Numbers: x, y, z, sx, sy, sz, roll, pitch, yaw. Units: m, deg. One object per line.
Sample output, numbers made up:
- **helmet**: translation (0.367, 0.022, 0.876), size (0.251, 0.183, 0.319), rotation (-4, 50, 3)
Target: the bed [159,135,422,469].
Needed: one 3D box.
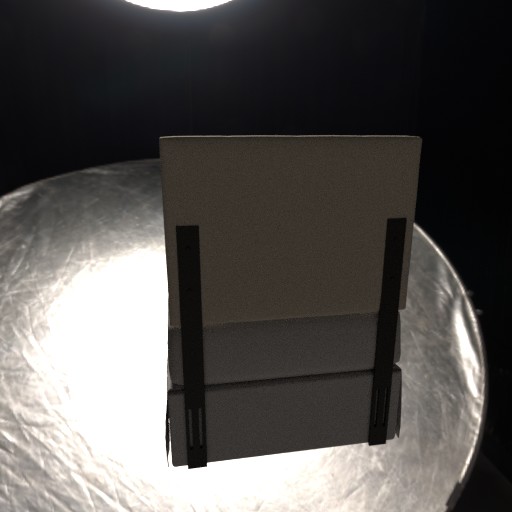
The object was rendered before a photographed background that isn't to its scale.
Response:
- **bed**: translation (0.000, 0.000, 2.974), size (1.261, 1.571, 1.997), rotation (-3, 16, -10)
